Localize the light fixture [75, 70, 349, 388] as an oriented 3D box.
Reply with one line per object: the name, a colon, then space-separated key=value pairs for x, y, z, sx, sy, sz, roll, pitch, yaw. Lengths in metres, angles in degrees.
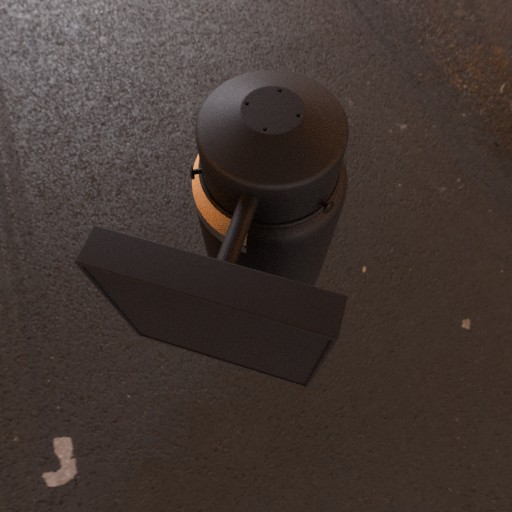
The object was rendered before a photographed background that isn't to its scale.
light fixture: x=0.000 y=0.000 z=0.356 sx=0.130 sy=0.257 sz=0.176 roll=15 pitch=65 yaw=7
